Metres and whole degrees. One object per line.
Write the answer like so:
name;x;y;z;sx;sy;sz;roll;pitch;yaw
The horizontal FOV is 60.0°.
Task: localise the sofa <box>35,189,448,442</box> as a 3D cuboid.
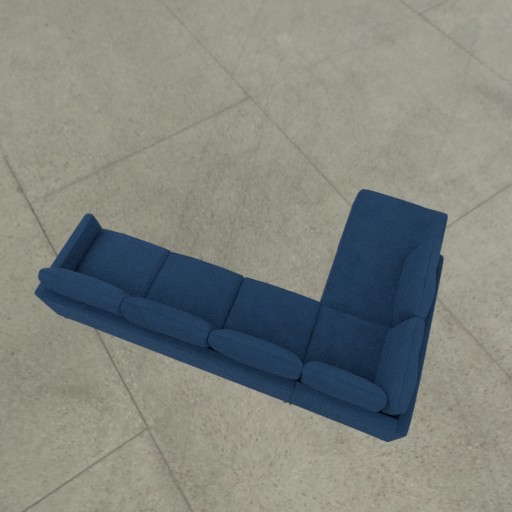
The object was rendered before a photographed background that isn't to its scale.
sofa;0.000;0.000;3.757;2.949;0.815;2.007;18;64;9
